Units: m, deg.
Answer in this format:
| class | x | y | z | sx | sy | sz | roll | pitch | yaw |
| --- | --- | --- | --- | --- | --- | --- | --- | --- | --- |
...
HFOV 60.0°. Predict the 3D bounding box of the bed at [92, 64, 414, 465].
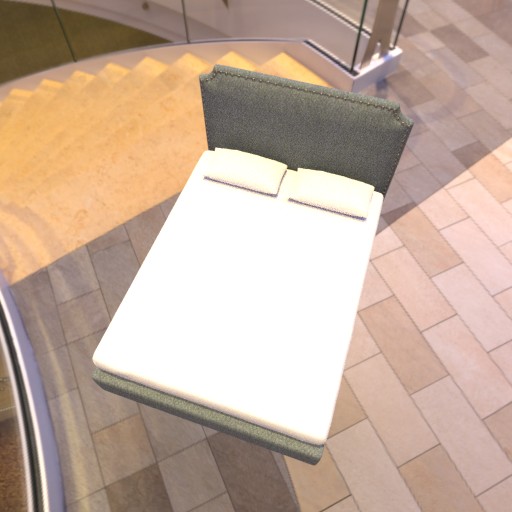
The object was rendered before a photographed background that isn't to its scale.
| class | x | y | z | sx | sy | sz | roll | pitch | yaw |
| --- | --- | --- | --- | --- | --- | --- | --- | --- | --- |
| bed | 0.000 | 0.000 | 3.358 | 1.712 | 1.443 | 2.372 | 16 | 60 | 10 |
